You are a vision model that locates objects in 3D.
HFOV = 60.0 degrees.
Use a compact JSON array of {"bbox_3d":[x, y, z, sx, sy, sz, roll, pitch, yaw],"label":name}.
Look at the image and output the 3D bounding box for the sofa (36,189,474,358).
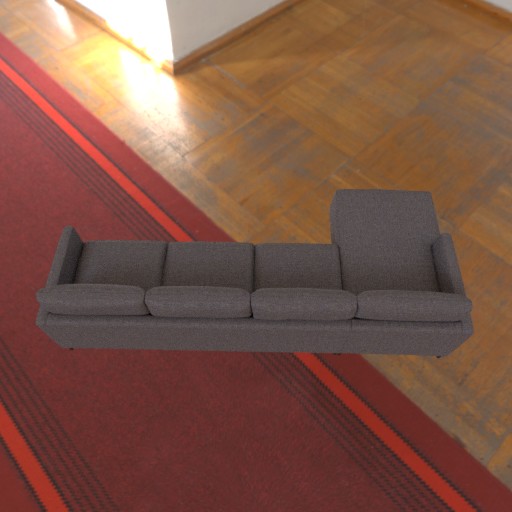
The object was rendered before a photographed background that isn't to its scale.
[{"bbox_3d":[0.000,0.000,3.164,2.731,0.754,1.258,1,59,1],"label":"sofa"}]
